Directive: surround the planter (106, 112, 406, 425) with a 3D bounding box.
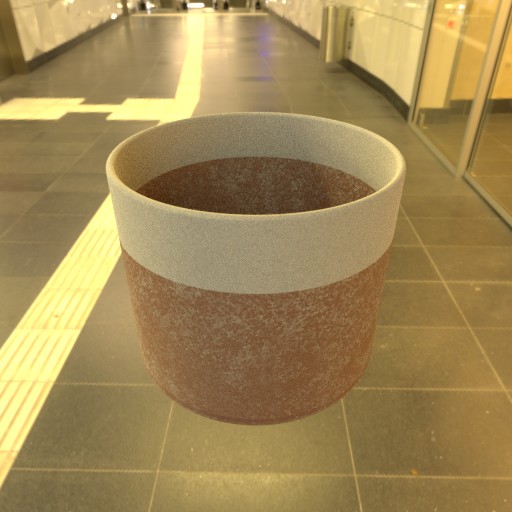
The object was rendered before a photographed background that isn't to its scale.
[{"bbox_3d":[0.000,0.000,0.279,0.159,0.138,0.159,0,33,0],"label":"planter"}]
